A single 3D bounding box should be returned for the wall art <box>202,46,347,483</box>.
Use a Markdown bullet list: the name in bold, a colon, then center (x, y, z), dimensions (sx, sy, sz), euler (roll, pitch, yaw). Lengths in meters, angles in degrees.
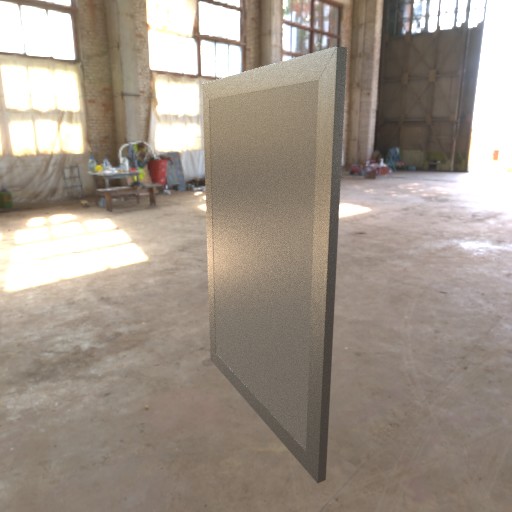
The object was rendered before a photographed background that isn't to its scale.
- **wall art**: center (0.000, 0.000, 0.677), dimensions (0.013, 0.529, 0.376), euler (-8, 17, -27)
